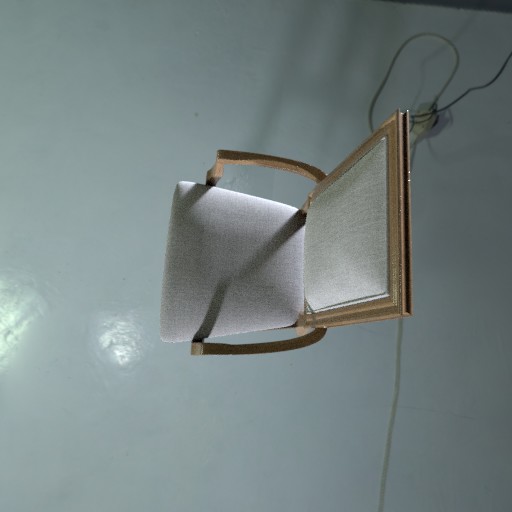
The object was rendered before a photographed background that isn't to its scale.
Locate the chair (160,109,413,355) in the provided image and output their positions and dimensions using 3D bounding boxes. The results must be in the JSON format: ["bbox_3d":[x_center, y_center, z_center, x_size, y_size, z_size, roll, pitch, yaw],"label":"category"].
[{"bbox_3d":[0.000,0.000,1.338,0.602,0.990,0.606,3,77,1],"label":"chair"}]
